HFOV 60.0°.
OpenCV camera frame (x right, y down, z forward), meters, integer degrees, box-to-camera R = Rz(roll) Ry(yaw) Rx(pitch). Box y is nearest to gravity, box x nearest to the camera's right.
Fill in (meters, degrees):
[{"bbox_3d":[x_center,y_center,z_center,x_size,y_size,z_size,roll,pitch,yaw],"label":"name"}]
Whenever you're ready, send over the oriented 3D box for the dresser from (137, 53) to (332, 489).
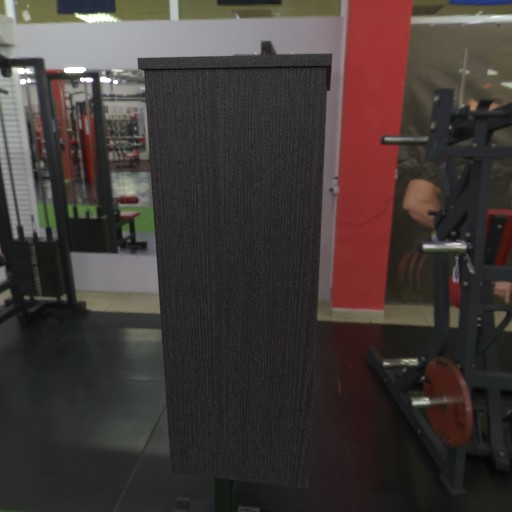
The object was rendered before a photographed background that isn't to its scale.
[{"bbox_3d":[0.000,0.000,1.339,0.399,1.020,0.704,3,17,8],"label":"dresser"}]
